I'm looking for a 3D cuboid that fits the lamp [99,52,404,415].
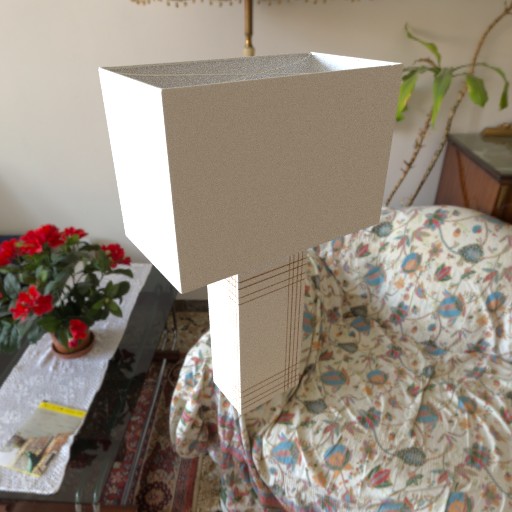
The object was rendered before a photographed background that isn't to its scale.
[{"bbox_3d":[0.000,0.000,0.681,0.334,0.543,0.182,-19,35,-29],"label":"lamp"}]
